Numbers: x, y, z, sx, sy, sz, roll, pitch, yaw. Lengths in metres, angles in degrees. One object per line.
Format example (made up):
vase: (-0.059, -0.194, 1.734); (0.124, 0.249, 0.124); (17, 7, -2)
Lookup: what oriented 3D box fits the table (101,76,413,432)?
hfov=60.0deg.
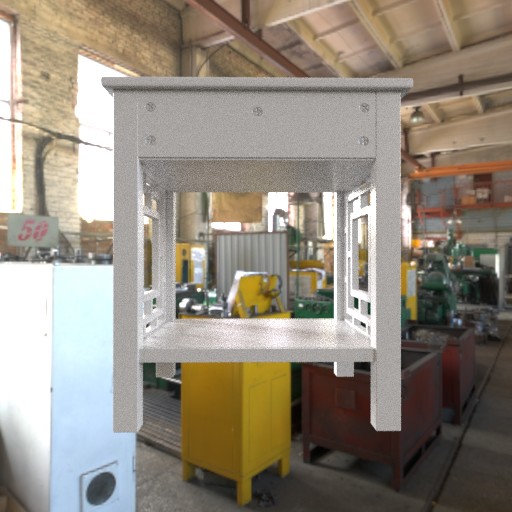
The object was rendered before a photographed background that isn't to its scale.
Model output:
table: (0.000, 0.000, 1.024); (0.564, 0.646, 0.451); (0, 0, -1)
